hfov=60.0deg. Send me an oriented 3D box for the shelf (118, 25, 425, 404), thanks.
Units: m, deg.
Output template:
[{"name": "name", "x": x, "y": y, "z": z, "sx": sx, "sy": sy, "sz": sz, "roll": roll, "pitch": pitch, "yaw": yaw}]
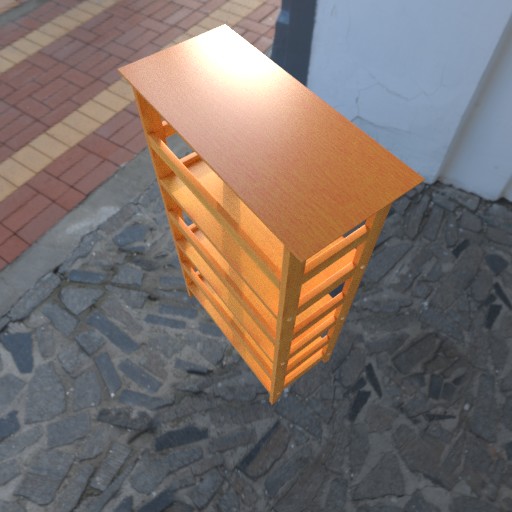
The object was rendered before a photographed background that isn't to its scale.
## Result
[{"name": "shelf", "x": 0.000, "y": 0.000, "z": 1.381, "sx": 0.305, "sy": 1.067, "sz": 0.660, "roll": -33, "pitch": 63, "yaw": -19}]
